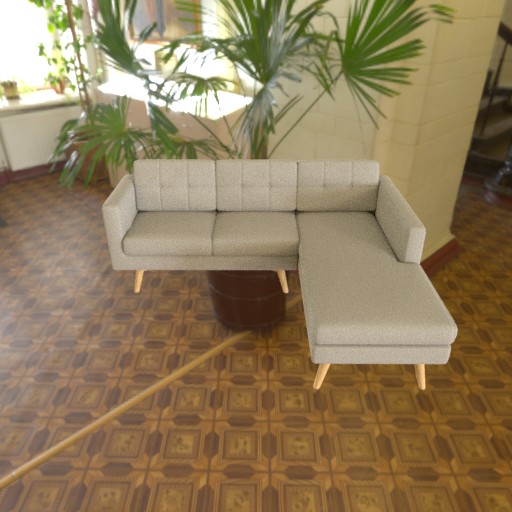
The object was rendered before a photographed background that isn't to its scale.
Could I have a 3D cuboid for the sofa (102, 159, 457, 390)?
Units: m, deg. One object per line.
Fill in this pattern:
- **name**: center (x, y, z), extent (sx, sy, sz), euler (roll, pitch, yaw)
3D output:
- **sofa**: center (0.000, 0.000, 2.870), extent (2.040, 0.860, 1.530), euler (0, 30, 0)
